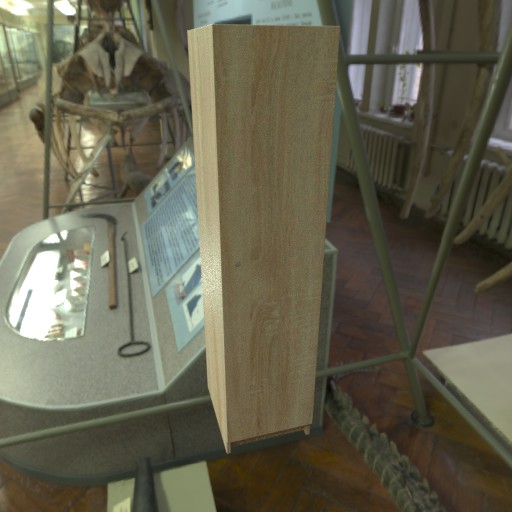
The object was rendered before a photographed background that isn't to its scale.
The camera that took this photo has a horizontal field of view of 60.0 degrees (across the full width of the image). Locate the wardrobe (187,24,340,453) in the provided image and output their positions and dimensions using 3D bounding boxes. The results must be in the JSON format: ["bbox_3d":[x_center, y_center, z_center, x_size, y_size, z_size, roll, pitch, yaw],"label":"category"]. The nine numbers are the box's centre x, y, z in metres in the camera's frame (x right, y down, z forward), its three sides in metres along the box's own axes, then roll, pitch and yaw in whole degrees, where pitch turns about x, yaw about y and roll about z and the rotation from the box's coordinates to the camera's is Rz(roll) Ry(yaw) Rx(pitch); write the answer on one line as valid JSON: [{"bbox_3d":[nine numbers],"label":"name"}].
[{"bbox_3d":[0.000,0.000,2.319,0.496,2.117,0.588,-7,26,-15],"label":"wardrobe"}]
